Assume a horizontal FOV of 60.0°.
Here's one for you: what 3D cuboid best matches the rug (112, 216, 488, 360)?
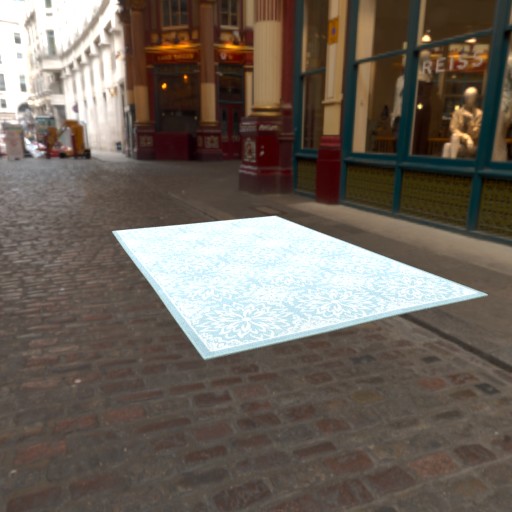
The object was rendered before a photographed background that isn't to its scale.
[{"bbox_3d":[0.000,0.000,2.351,1.219,0.012,1.840,-8,18,-24],"label":"rug"}]
